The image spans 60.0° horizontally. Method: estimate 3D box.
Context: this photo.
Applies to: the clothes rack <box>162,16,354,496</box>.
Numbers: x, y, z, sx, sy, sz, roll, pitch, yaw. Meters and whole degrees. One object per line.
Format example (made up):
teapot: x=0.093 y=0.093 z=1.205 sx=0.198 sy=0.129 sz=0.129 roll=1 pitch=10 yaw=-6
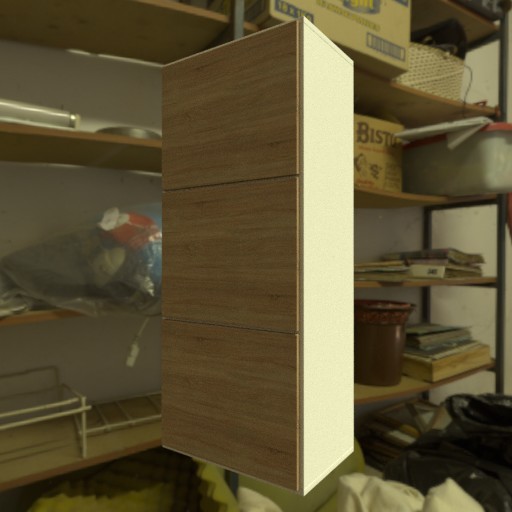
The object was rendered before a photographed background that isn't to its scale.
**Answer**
clothes rack: x=0.000 y=0.000 z=1.361 sx=0.500 sy=1.187 sz=0.331 roll=0 pitch=0 yaw=35
